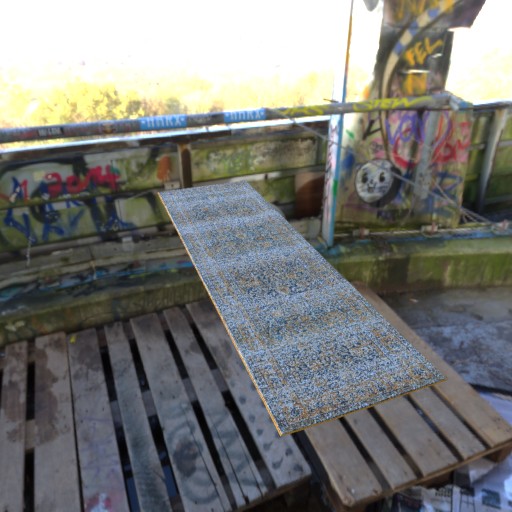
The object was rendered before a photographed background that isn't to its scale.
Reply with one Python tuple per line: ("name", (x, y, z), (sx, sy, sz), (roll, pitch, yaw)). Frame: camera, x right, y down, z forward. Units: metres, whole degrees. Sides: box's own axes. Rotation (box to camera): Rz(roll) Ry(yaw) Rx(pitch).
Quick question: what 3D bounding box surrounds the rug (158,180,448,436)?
("rug", (0.000, 0.000, 2.521), (0.704, 0.014, 2.294), (-11, 32, -18))
